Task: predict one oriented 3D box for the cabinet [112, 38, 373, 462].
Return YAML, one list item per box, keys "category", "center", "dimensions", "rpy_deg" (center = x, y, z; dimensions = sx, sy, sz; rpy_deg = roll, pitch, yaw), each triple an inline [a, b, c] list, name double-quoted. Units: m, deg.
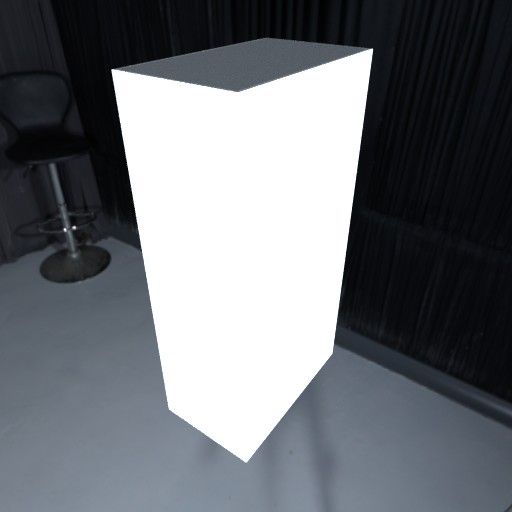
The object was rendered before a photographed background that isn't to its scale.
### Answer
- category: "cabinet"
  center: [0.000, 0.000, 2.322]
  dimensions: [0.580, 1.920, 0.980]
  rpy_deg: [22, 39, 29]
